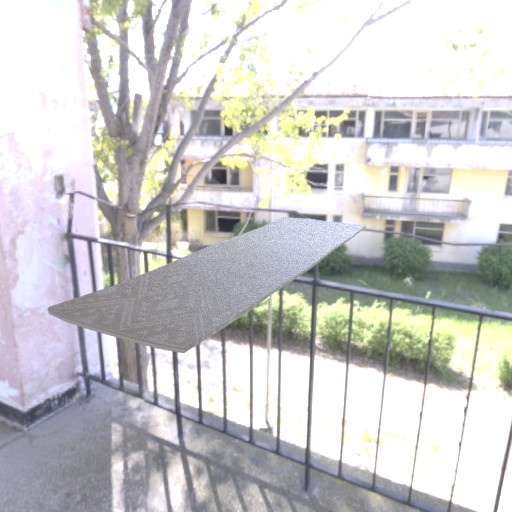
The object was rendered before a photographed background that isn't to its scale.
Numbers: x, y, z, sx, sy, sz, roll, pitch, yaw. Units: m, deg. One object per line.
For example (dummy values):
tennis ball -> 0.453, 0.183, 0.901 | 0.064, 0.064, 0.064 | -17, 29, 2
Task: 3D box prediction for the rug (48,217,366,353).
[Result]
rug -> 0.000, 0.000, 2.774 | 0.752, 0.051, 2.452 | 8, 18, 27
